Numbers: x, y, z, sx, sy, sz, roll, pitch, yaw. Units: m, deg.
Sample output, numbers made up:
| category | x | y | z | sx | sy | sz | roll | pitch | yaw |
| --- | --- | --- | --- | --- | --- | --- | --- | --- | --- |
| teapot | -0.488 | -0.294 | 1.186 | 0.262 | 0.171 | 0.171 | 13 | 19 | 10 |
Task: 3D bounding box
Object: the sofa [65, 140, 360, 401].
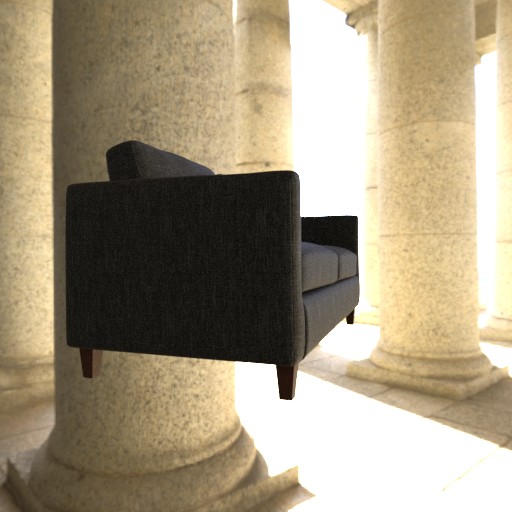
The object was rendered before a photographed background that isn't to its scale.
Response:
| category | x | y | z | sx | sy | sz | roll | pitch | yaw |
| --- | --- | --- | --- | --- | --- | --- | --- | --- | --- |
| sofa | 0.000 | 0.000 | 2.430 | 0.950 | 0.963 | 1.884 | 0 | 0 | 19 |
